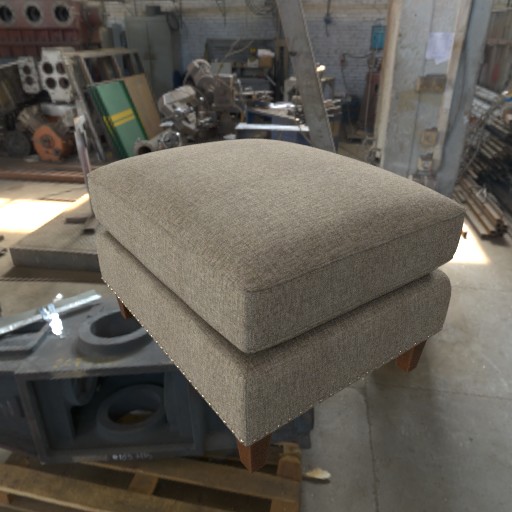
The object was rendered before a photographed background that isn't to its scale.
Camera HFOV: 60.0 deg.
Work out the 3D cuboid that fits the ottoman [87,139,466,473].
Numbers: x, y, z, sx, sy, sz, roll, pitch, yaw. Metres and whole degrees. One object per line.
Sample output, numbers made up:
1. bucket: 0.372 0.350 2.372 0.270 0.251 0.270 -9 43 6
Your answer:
1. ottoman: 0.000 0.000 1.112 0.584 0.513 0.741 -18 32 -32
